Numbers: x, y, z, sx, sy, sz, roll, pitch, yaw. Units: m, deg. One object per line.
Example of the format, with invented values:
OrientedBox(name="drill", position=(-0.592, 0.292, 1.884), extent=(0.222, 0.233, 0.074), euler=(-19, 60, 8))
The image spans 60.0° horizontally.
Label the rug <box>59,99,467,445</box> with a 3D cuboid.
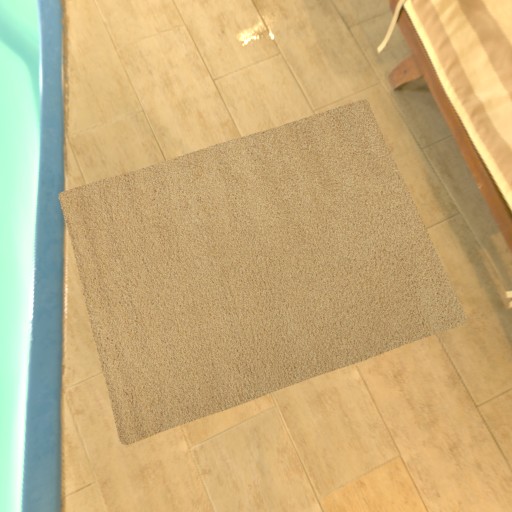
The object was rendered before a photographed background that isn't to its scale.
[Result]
OrientedBox(name="rug", position=(0.000, 0.000, 2.058), extent=(1.600, 0.025, 1.199), euler=(-18, 76, -5))
